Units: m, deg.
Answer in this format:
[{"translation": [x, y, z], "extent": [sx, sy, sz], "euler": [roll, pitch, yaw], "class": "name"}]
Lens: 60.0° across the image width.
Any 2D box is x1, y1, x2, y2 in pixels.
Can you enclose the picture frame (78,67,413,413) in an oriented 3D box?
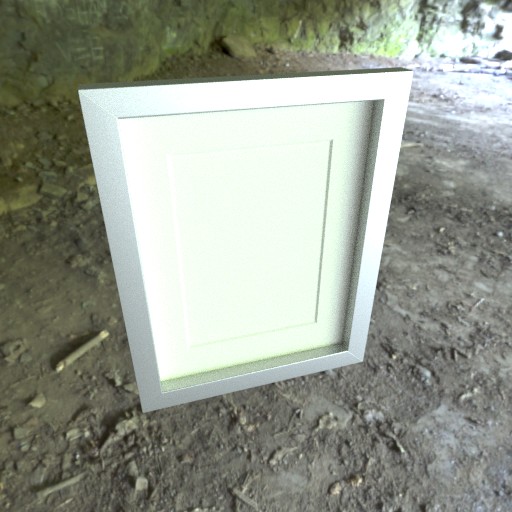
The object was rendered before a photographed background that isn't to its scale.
[{"translation": [0.000, 0.000, 0.506], "extent": [0.307, 0.386, 0.036], "euler": [-9, 33, -14], "class": "picture frame"}]
